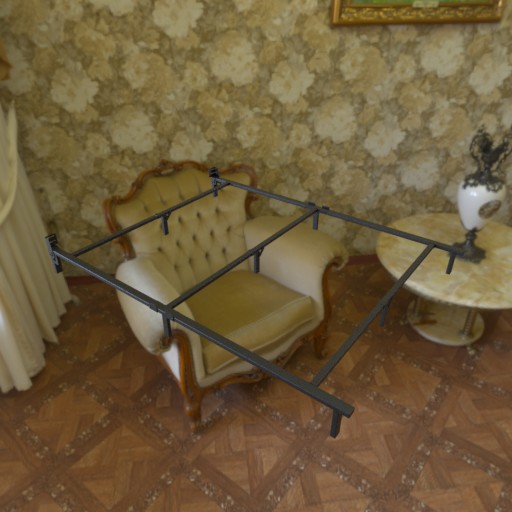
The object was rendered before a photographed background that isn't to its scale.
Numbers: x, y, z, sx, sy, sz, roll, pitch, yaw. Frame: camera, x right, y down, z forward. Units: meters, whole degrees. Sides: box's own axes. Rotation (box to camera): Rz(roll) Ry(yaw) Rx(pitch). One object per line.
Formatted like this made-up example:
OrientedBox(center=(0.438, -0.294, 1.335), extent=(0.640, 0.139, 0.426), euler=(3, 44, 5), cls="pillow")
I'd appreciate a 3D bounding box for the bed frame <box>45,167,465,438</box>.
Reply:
OrientedBox(center=(0.000, 0.000, 2.660), extent=(1.990, 0.248, 1.498), euler=(22, 37, 31), cls="bed frame")
